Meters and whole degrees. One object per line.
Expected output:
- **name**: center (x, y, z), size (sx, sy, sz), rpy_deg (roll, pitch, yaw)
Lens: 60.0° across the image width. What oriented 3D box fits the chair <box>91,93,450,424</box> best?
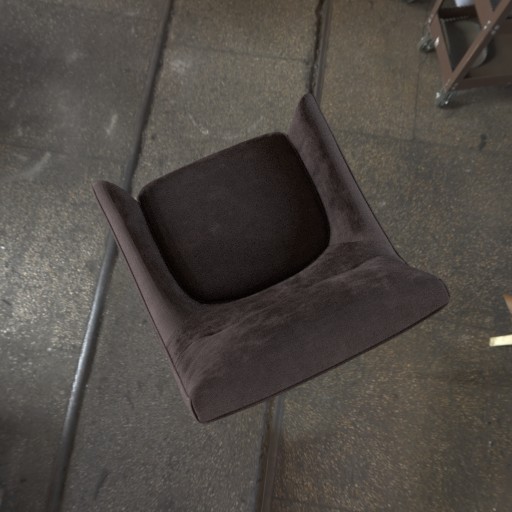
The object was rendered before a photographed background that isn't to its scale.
- **chair**: center (0.000, 0.000, 1.418), size (0.762, 0.838, 0.787), rpy_deg (-24, 76, -6)
